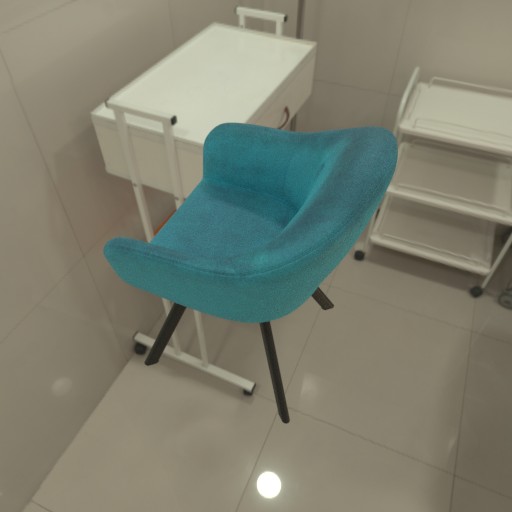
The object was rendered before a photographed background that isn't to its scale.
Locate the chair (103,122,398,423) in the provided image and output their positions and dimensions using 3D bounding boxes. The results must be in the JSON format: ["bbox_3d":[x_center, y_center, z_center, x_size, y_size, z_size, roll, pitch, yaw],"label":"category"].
[{"bbox_3d":[0.000,0.000,1.172,0.570,0.780,0.540,18,49,16],"label":"chair"}]
